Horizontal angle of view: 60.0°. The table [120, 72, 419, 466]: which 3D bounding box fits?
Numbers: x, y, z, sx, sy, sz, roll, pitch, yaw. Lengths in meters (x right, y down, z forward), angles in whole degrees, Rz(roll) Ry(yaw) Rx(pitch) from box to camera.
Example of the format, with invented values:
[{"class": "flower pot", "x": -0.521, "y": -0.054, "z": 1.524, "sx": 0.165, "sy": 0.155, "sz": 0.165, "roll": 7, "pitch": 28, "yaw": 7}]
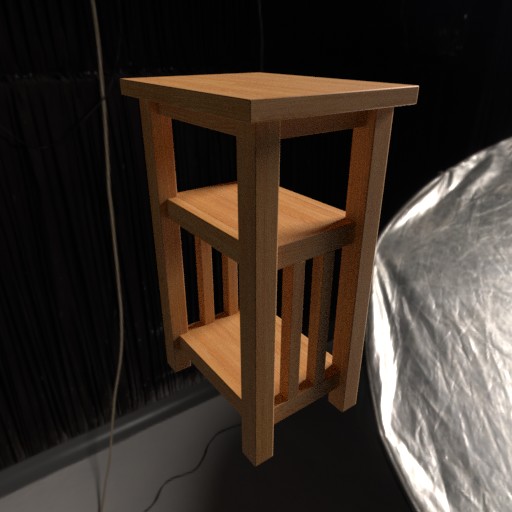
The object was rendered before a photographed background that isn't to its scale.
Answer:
[{"class": "table", "x": 0.000, "y": 0.000, "z": 0.750, "sx": 0.270, "sy": 0.550, "sz": 0.350, "roll": -17, "pitch": 31, "yaw": -32}]
